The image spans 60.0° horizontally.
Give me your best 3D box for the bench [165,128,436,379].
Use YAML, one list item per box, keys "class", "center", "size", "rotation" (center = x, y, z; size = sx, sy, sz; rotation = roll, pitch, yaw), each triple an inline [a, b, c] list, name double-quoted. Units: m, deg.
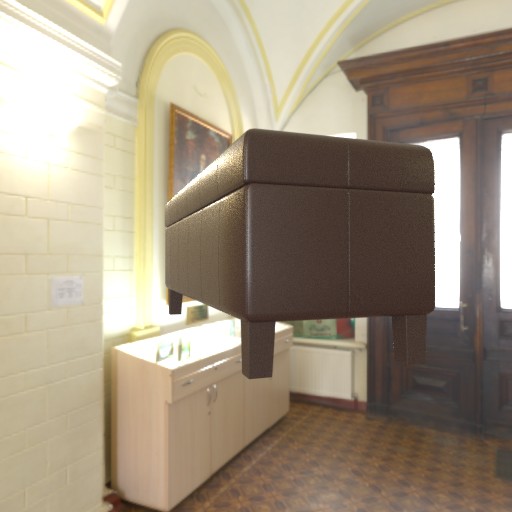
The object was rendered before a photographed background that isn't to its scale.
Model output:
- class: "bench"
  center: [0.000, 0.000, 1.360]
  size: [0.429, 0.457, 1.092]
  rotation: [0, -1, -19]
